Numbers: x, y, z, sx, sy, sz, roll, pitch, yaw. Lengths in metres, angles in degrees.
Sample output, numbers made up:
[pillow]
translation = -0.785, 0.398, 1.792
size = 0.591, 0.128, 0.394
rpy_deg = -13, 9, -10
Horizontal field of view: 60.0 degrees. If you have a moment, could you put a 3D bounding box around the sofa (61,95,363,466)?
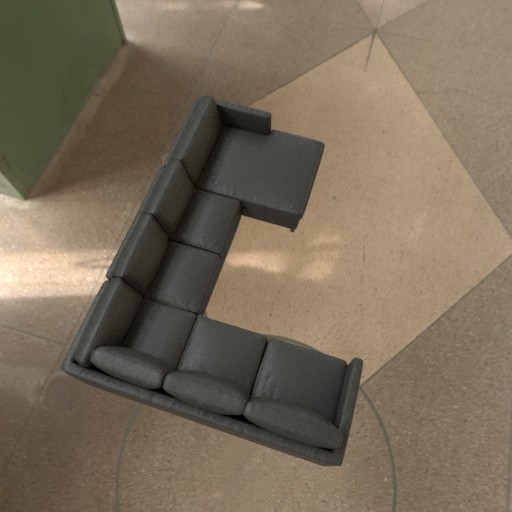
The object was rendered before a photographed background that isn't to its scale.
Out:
[sofa]
translation = 0.000, 0.000, 4.683
size = 2.593, 0.923, 3.460
rpy_deg = 16, 65, 8
